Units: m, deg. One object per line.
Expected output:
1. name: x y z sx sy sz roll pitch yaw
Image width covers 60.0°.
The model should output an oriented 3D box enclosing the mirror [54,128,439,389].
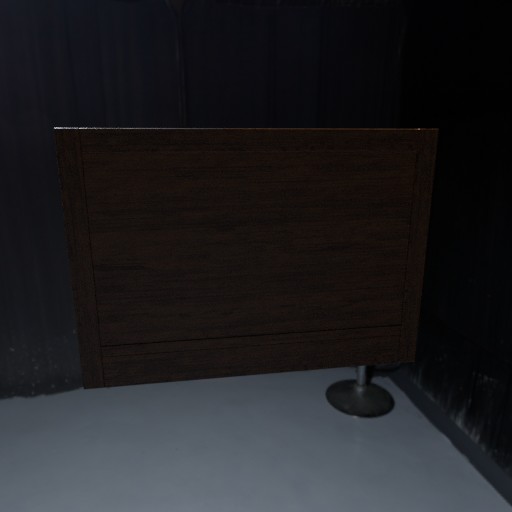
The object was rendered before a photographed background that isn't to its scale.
1. mirror: 0.000 0.000 0.973 0.758 0.537 0.084 -2 15 -9
